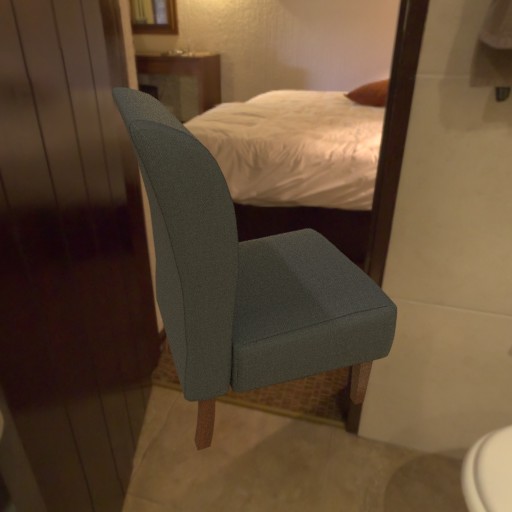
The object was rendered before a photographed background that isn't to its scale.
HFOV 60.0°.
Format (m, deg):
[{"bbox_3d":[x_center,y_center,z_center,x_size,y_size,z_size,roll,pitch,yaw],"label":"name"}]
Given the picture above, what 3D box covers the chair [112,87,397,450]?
[{"bbox_3d":[0.000,0.000,1.158,0.592,0.804,0.513,-10,30,-18],"label":"chair"}]
